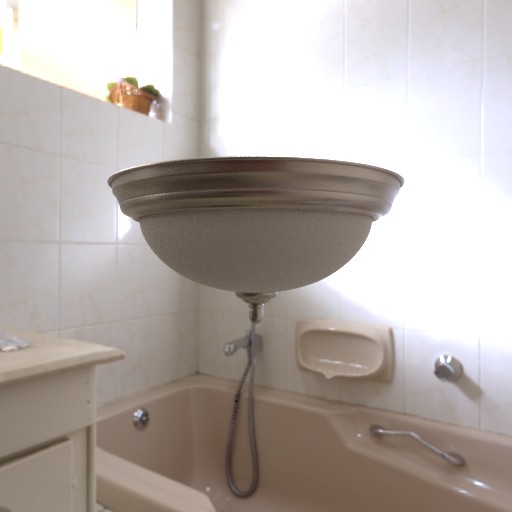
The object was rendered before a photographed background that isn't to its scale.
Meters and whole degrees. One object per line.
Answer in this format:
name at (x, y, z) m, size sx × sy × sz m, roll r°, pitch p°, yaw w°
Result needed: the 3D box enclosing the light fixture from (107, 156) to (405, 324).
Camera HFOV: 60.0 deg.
light fixture at (0.000, 0.000, 0.439) m, size 0.280 × 0.135 × 0.280 m, roll 0°, pitch 0°, yaw 0°
